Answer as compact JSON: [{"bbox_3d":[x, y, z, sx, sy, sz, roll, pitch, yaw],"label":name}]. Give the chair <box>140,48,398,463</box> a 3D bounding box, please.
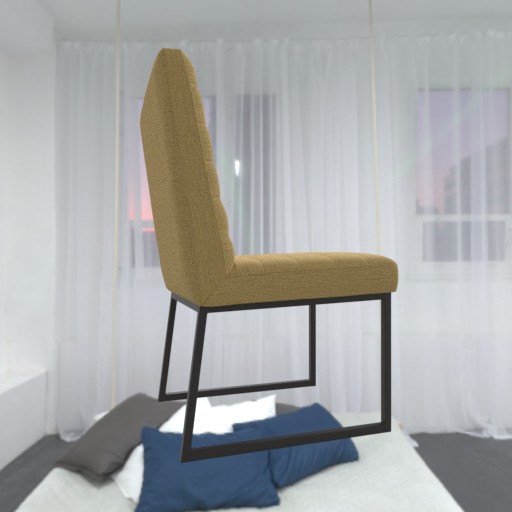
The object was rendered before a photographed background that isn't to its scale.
[{"bbox_3d":[0.000,0.000,1.294,0.634,0.930,0.520,0,0,-19],"label":"chair"}]
